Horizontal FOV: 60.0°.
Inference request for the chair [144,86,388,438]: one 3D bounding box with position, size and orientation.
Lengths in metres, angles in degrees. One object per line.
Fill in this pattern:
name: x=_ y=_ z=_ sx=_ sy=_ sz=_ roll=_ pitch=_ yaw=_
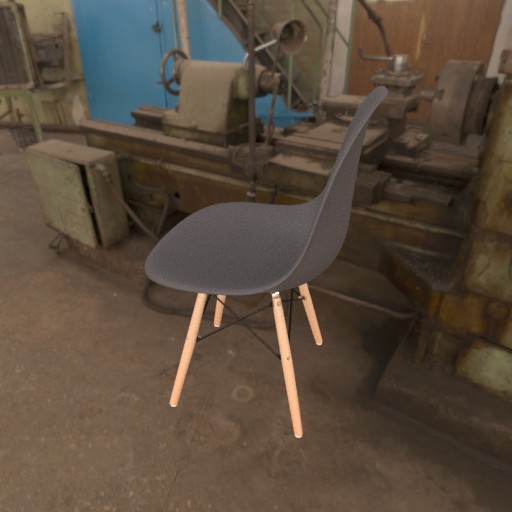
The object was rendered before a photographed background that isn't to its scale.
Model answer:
chair: x=0.000 y=0.000 z=1.134 sx=0.533 sy=0.826 sz=0.470 roll=8 pitch=32 yaw=13
